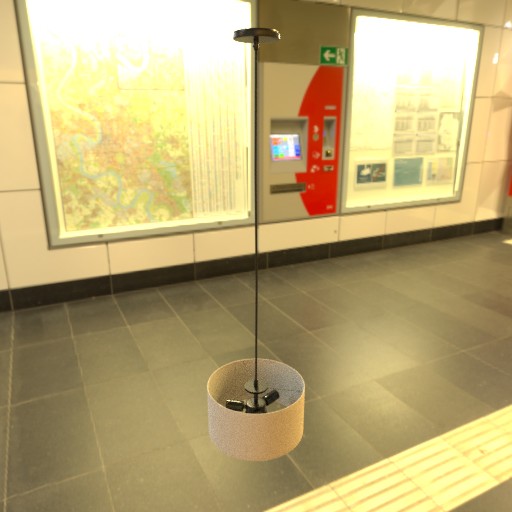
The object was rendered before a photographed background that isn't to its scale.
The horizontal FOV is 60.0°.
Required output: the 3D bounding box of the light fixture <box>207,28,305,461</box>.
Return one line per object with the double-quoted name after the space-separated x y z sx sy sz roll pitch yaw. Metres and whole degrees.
0.000 0.000 1.658 0.399 1.516 0.399 0 17 0 "light fixture"
